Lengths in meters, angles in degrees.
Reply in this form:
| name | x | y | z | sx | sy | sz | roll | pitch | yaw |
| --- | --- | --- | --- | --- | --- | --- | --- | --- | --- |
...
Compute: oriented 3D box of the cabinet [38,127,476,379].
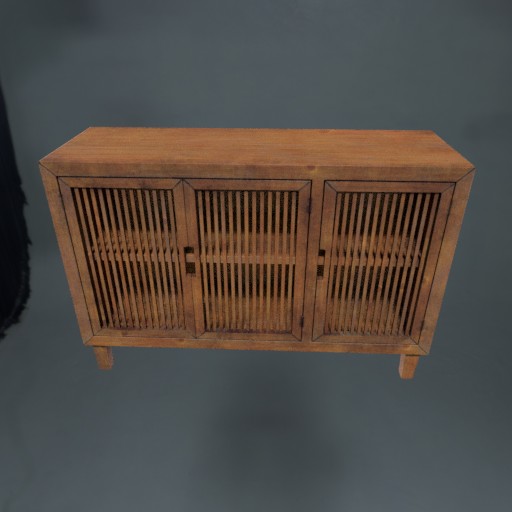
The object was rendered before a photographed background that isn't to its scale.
| name | x | y | z | sx | sy | sz | roll | pitch | yaw |
| --- | --- | --- | --- | --- | --- | --- | --- | --- | --- |
| cabinet | 0.000 | 0.000 | 1.588 | 1.204 | 0.805 | 0.403 | 1 | 30 | 2 |
